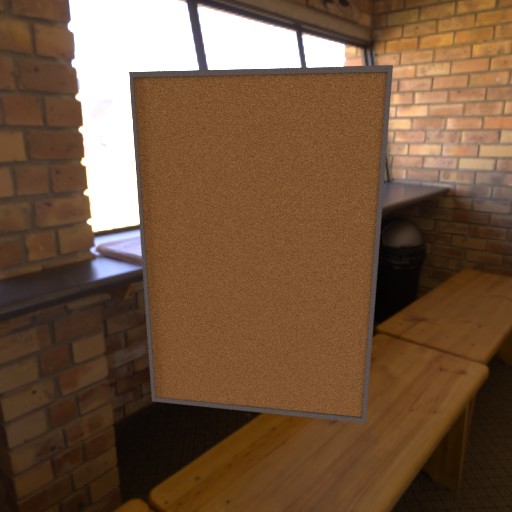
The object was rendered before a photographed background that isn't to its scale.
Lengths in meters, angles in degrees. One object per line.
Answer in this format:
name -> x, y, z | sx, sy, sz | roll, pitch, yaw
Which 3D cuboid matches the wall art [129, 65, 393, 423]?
wall art -> 0.000, 0.000, 0.963 | 0.511, 0.753, 0.039 | 3, 16, 9
